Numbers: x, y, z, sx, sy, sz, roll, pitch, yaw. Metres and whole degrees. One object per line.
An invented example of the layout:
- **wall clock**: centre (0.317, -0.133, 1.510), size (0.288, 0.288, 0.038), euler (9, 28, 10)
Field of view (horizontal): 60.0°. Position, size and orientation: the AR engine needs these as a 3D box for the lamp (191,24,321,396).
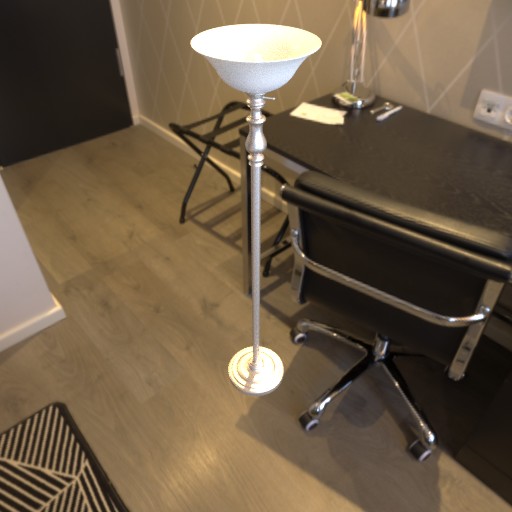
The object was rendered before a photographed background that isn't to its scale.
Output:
- **lamp**: centre (0.000, 0.000, 1.959), size (0.405, 1.771, 0.405), euler (12, 42, 14)
